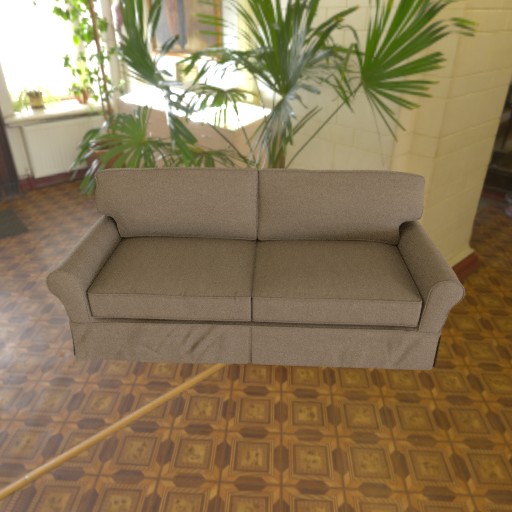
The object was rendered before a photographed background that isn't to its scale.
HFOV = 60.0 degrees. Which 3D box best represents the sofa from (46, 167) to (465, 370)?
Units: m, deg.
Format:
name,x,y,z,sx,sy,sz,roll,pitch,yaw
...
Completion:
name,x,y,z,sx,sy,sz,roll,pitch,yaw
sofa,0.000,0.000,2.782,2.248,0.943,0.991,1,29,2
